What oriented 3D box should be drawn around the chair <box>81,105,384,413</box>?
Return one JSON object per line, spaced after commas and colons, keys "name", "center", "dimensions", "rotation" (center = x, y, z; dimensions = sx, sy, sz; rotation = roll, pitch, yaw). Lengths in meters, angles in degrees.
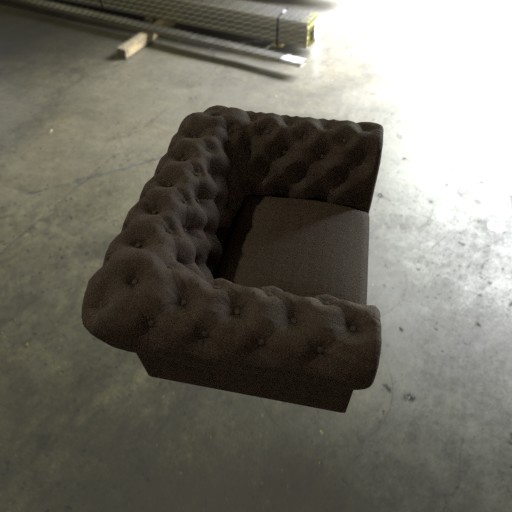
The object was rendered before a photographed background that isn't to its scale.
{"name": "chair", "center": [0.000, 0.000, 1.909], "dimensions": [0.945, 0.780, 1.298], "rotation": [8, 48, 8]}
